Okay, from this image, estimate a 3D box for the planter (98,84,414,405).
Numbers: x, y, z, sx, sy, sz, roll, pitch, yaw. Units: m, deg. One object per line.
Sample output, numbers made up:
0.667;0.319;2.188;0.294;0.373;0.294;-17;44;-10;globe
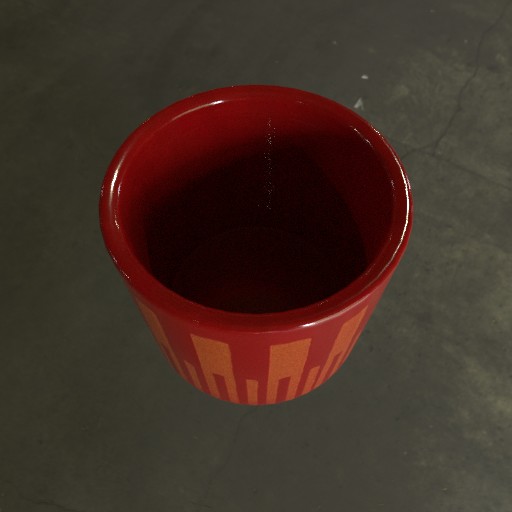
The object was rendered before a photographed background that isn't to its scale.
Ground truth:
0.000;0.000;0.410;0.230;0.202;0.230;0;59;0;planter
